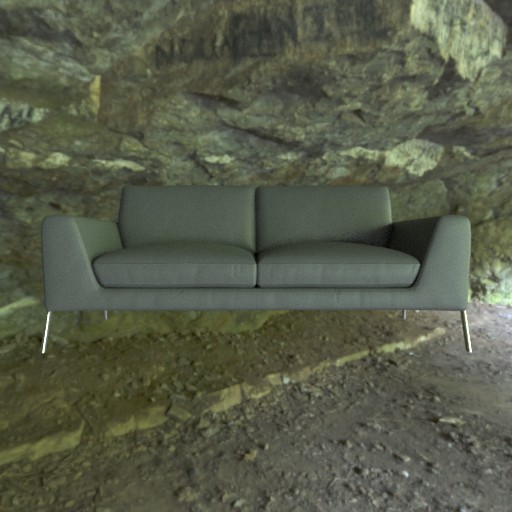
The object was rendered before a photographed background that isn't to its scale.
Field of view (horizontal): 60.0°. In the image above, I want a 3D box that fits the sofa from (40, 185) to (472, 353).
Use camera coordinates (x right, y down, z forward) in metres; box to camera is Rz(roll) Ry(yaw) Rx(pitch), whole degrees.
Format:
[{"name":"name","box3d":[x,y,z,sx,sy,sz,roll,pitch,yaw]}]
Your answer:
[{"name":"sofa","box3d":[0.000,0.000,2.514,2.017,0.875,0.953,0,2,-1]}]
